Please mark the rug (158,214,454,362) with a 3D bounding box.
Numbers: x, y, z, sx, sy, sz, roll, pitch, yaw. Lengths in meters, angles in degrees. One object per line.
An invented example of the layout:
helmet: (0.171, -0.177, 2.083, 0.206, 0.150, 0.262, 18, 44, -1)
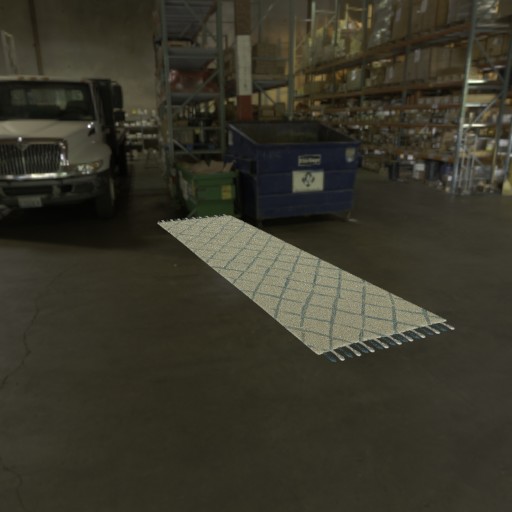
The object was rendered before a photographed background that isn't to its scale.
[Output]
rug: (0.000, 0.000, 2.621, 0.620, 0.008, 2.372, -8, 19, -25)
